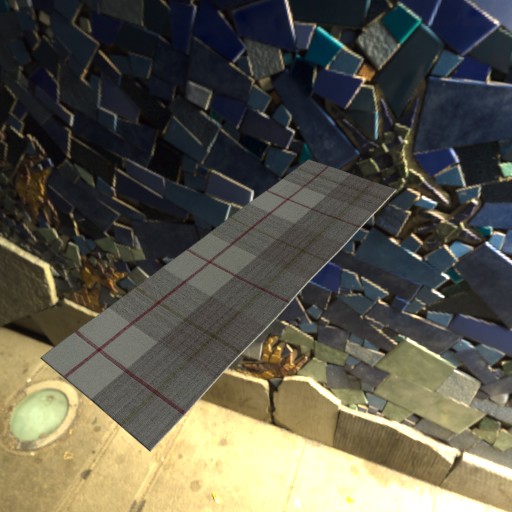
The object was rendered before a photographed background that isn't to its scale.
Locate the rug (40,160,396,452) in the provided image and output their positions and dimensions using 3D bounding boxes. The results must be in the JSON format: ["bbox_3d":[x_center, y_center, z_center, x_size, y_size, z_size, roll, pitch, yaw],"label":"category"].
[{"bbox_3d":[0.000,0.000,2.692,0.762,0.013,2.439,26,47,27],"label":"rug"}]
